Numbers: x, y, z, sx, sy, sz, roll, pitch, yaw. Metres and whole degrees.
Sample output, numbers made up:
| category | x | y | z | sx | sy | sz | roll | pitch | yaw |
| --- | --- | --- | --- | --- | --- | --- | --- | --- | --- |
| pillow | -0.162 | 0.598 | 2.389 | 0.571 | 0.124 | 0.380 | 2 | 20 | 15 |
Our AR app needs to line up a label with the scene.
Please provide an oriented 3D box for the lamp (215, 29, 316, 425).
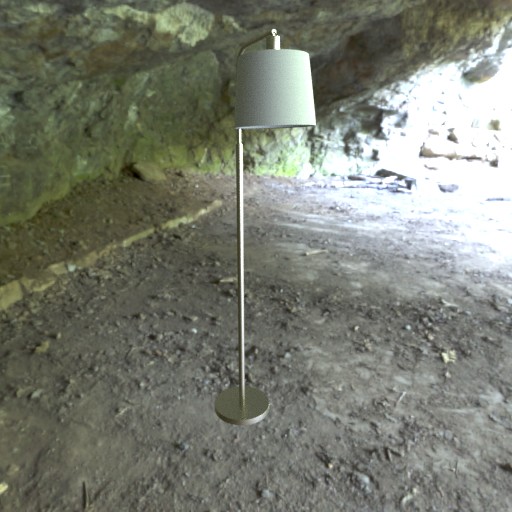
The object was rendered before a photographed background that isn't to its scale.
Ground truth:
| category | x | y | z | sx | sy | sz | roll | pitch | yaw |
| --- | --- | --- | --- | --- | --- | --- | --- | --- | --- |
| lamp | 0.000 | 0.000 | 1.636 | 0.254 | 1.478 | 0.508 | -9 | 20 | -27 |
